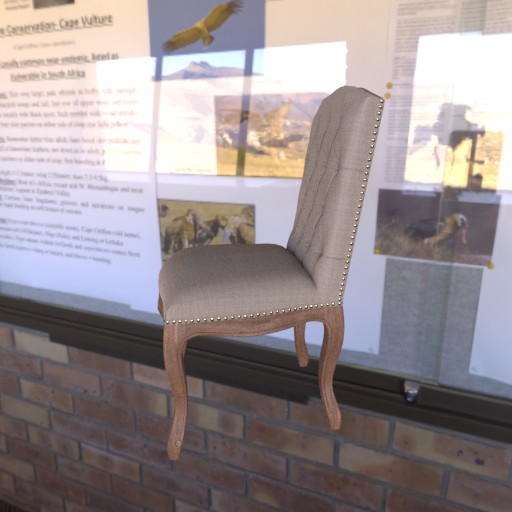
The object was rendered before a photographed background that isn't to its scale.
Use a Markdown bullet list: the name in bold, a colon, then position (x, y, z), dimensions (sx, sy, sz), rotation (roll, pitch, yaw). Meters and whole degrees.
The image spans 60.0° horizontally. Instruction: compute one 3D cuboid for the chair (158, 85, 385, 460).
- **chair**: position (0.000, 0.000, 1.639), dimensions (0.731, 1.191, 0.637), rotation (-2, 16, -8)
